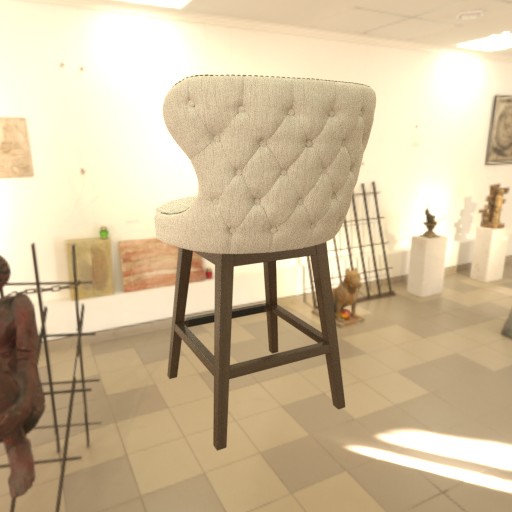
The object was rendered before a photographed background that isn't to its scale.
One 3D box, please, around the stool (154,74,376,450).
[{"bbox_3d":[0.000,0.000,1.371,0.615,0.972,0.597,-8,16,-27],"label":"stool"}]
